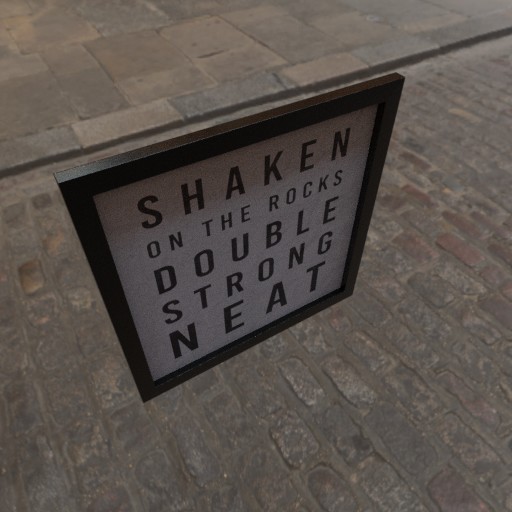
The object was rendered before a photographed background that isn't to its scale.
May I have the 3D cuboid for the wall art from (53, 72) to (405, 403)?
[{"bbox_3d":[0.000,0.000,0.518,0.349,0.349,0.014,-23,50,-21],"label":"wall art"}]
